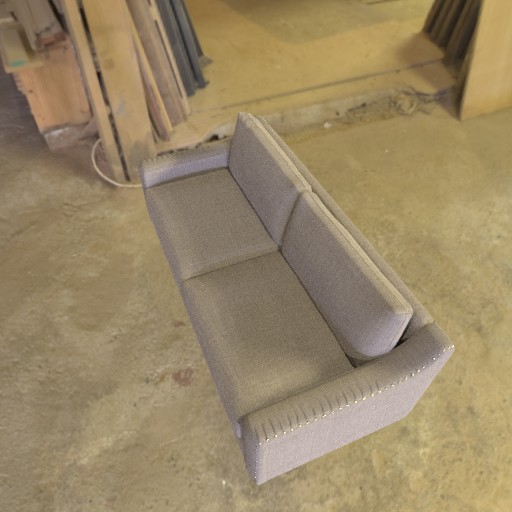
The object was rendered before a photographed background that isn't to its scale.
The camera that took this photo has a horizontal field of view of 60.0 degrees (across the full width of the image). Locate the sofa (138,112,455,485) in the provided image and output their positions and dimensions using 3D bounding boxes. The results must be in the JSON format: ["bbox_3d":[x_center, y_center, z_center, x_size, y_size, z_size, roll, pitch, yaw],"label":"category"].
[{"bbox_3d":[0.000,0.000,2.721,1.000,0.857,2.208,-17,49,-16],"label":"sofa"}]
